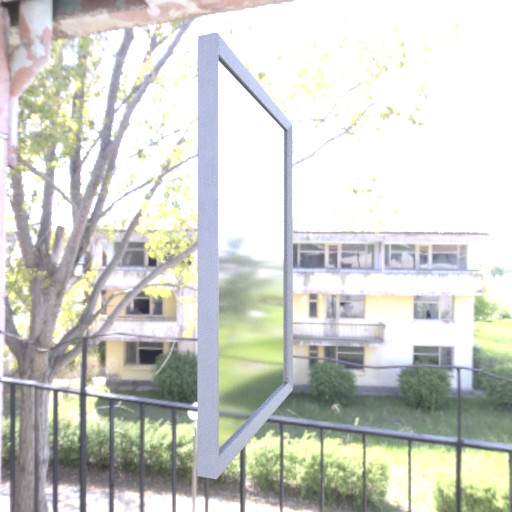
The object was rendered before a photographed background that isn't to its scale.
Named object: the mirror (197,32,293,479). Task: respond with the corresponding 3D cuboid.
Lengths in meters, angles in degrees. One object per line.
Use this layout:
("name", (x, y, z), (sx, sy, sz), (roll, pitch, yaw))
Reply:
("mirror", (0.000, 0.000, 0.950), (0.039, 0.710, 0.507), (0, 0, 19))
